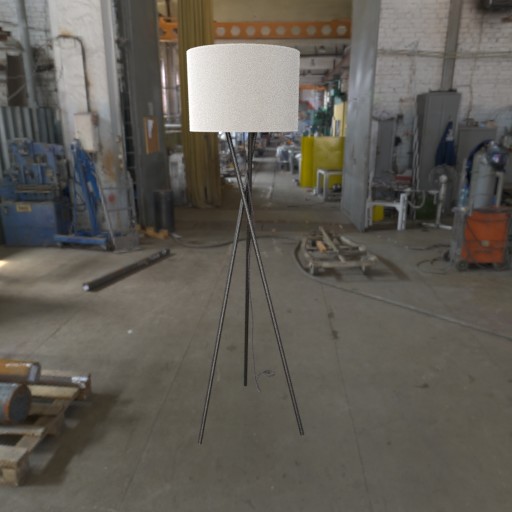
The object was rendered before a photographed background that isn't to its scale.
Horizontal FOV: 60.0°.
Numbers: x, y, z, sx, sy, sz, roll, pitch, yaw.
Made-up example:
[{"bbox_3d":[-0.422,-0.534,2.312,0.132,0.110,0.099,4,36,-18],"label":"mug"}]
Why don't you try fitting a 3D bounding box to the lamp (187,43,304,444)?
[{"bbox_3d":[0.000,0.000,1.936,0.667,1.624,0.522,-14,22,-40],"label":"lamp"}]
